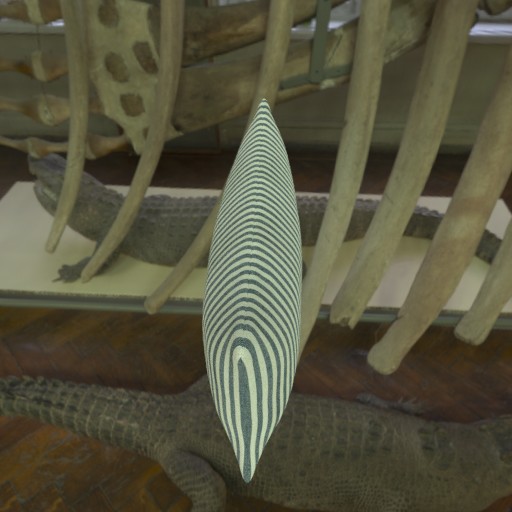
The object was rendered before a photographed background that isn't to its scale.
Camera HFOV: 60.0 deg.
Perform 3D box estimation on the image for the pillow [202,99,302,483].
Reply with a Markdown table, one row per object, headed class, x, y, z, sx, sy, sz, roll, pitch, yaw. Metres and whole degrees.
| class | x | y | z | sx | sy | sz | roll | pitch | yaw |
| --- | --- | --- | --- | --- | --- | --- | --- | --- | --- |
| pillow | 0.000 | 0.000 | 0.736 | 0.151 | 0.295 | 0.617 | 2 | 41 | 2 |
